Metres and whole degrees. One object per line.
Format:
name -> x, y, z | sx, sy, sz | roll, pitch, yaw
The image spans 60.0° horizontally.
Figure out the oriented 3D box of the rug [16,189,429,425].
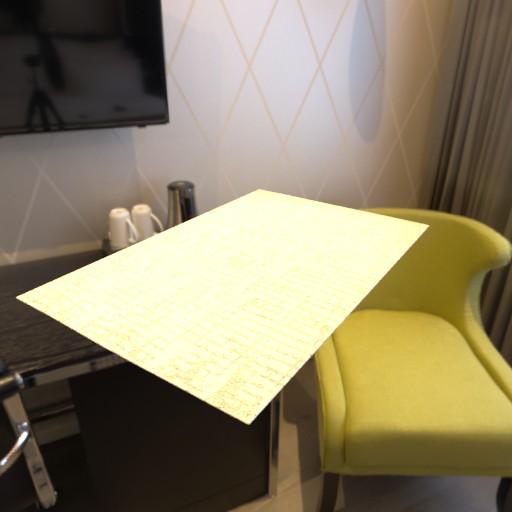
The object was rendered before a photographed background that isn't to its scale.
rug -> 0.000, 0.000, 2.239 | 1.211, 0.007, 1.827 | 17, 31, 31
